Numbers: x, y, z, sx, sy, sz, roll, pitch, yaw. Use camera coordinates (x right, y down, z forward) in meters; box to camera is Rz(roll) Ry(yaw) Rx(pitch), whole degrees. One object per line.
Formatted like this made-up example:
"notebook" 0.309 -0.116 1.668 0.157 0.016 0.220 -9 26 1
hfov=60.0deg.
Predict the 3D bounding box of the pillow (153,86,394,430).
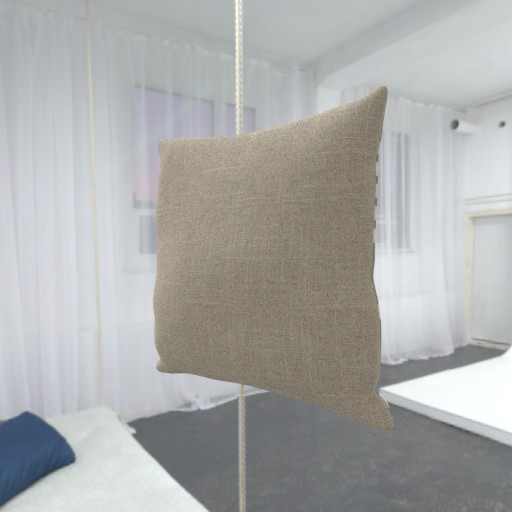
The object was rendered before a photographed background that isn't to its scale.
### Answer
"pillow" 0.000 0.000 0.693 0.439 0.440 0.182 1 1 36
